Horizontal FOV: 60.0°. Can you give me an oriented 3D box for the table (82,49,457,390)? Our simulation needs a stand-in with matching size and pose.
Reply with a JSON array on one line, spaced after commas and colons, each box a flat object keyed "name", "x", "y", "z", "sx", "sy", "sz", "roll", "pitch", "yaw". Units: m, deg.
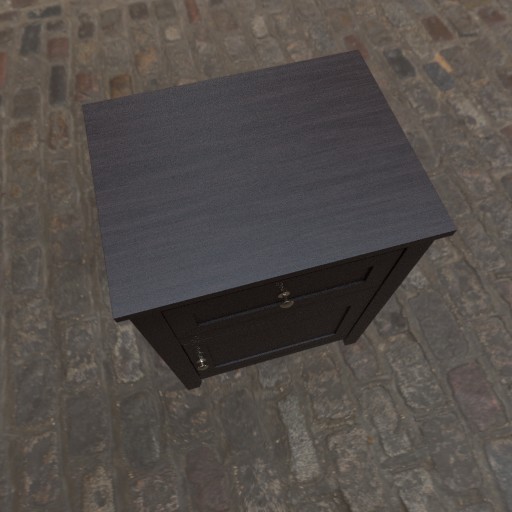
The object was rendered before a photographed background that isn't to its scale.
[{"name": "table", "x": 0.000, "y": 0.000, "z": 0.953, "sx": 0.480, "sy": 0.635, "sz": 0.381, "roll": -14, "pitch": 65, "yaw": -7}]
